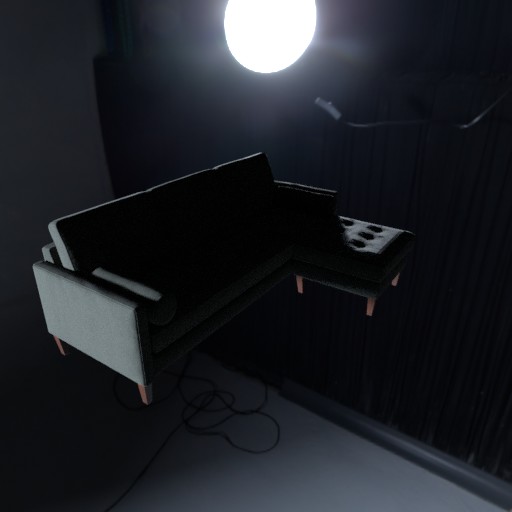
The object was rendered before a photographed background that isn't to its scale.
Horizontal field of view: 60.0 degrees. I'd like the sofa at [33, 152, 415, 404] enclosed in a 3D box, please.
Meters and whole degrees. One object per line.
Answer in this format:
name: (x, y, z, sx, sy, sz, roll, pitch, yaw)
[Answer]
sofa: (0.000, 0.000, 2.918, 1.506, 0.876, 2.178, 17, 30, 31)
